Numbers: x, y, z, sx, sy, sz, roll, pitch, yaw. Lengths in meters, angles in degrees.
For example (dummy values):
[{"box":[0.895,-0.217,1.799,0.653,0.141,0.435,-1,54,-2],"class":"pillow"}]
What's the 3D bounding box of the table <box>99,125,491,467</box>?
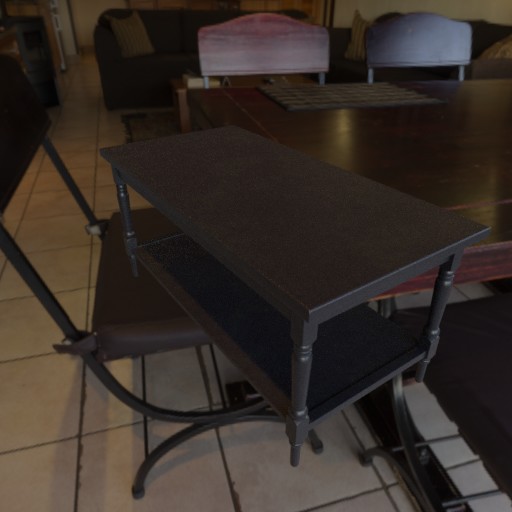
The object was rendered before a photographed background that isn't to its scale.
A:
[{"box":[0.000,0.000,1.403,0.550,0.510,1.107,-20,36,-29],"class":"table"}]
